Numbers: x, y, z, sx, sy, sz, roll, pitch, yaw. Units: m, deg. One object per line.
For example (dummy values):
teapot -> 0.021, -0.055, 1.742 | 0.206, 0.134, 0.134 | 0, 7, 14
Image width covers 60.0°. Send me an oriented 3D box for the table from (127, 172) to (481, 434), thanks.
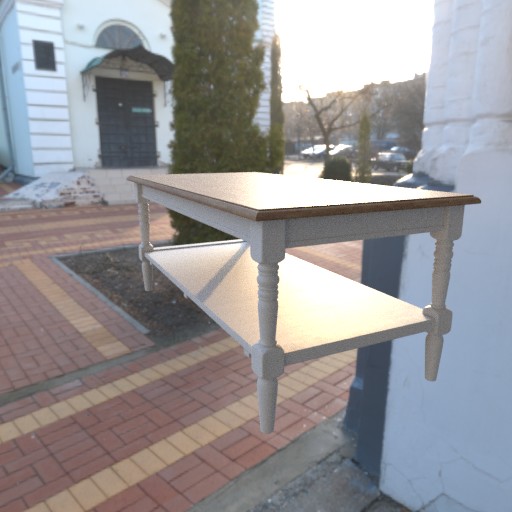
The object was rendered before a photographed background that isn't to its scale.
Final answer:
table -> 0.000, 0.000, 1.397 | 0.559, 0.458, 1.118 | -7, 15, -26
